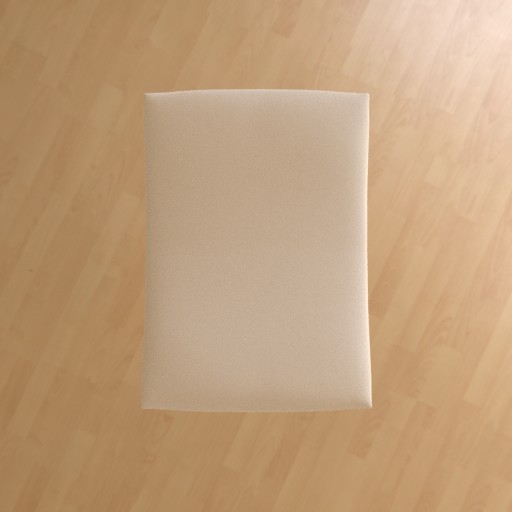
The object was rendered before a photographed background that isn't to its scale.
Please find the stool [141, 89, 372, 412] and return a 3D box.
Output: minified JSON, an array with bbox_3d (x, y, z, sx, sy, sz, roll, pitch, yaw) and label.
[{"bbox_3d":[0.000,0.000,1.027,0.372,0.742,0.504,0,88,0],"label":"stool"}]
